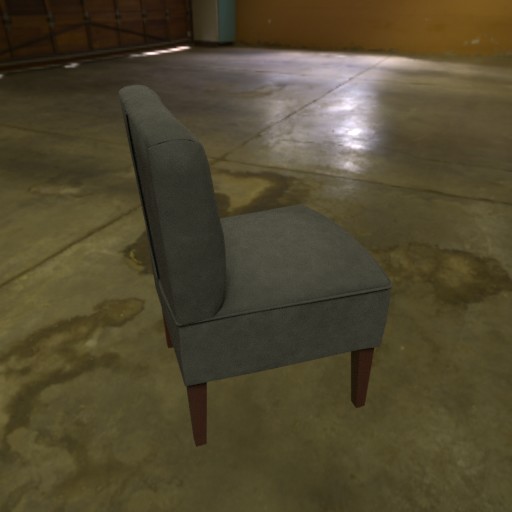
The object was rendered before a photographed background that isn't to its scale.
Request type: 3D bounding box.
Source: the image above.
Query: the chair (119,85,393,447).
[{"bbox_3d":[0.000,0.000,1.148,0.554,0.806,0.521,-10,32,-17],"label":"chair"}]
